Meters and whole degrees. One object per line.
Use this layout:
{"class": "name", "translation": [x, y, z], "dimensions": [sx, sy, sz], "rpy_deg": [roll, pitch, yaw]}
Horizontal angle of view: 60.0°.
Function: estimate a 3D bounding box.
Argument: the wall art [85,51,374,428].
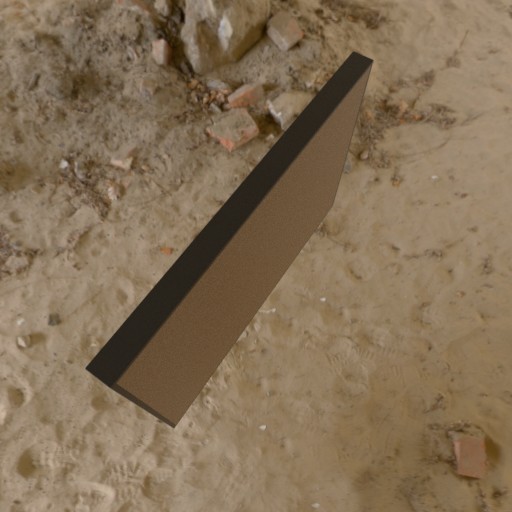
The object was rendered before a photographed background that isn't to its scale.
{"class": "wall art", "translation": [0.000, 0.000, 1.195], "dimensions": [0.058, 0.640, 0.939], "rpy_deg": [31, 67, 15]}
